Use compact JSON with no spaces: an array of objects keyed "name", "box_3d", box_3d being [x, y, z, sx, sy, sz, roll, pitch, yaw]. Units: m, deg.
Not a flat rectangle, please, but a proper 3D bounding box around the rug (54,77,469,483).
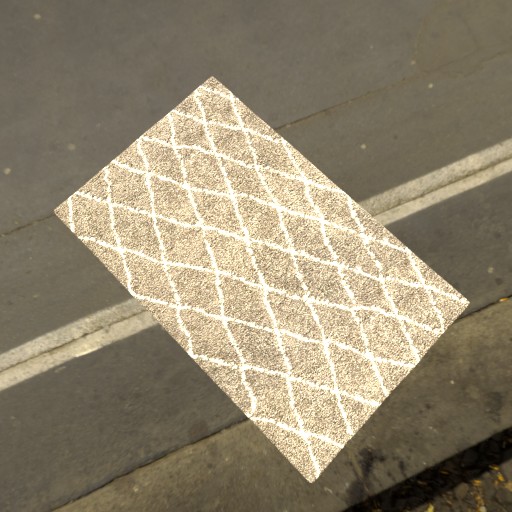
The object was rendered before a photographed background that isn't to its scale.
[{"name":"rug","box_3d":[0.000,0.000,2.980,2.438,0.030,1.524,44,79,10]}]
